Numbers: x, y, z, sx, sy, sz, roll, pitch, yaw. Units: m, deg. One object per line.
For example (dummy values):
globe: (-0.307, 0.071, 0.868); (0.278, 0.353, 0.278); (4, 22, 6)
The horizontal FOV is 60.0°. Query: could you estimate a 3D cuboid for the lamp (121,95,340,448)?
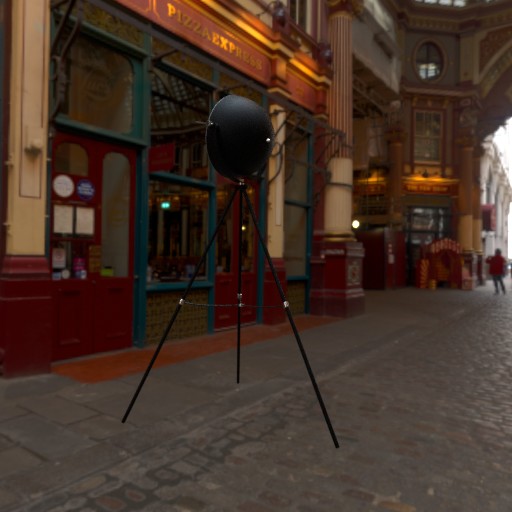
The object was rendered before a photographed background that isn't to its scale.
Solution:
lamp: (0.000, 0.000, 2.073); (0.920, 1.512, 0.817); (0, 0, 35)
